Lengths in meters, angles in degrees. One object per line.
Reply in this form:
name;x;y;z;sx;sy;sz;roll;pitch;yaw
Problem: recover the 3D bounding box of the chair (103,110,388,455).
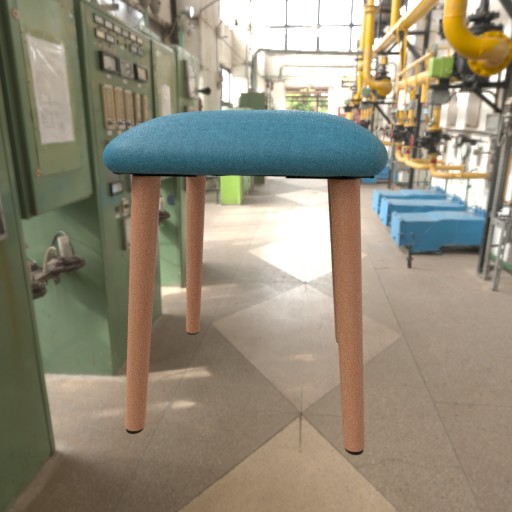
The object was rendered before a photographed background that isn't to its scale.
chair;0.000;0.000;0.720;0.360;0.450;0.360;2;17;7
